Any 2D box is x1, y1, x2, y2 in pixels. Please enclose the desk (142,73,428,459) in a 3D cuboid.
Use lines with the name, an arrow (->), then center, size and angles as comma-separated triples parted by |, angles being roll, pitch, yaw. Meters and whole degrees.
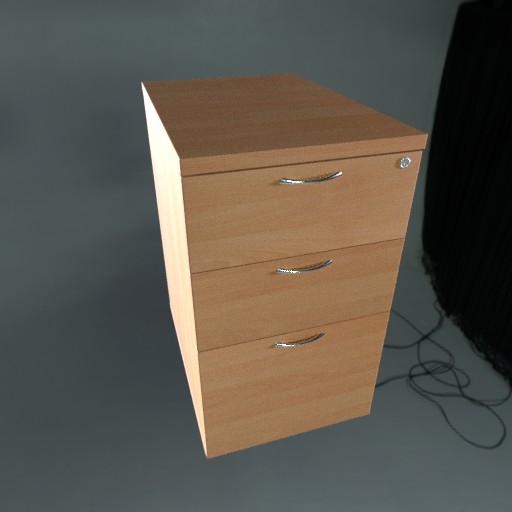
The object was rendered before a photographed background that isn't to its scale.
desk -> 0.000, 0.000, 1.093 | 0.404, 0.730, 0.600 | -9, 33, -15
